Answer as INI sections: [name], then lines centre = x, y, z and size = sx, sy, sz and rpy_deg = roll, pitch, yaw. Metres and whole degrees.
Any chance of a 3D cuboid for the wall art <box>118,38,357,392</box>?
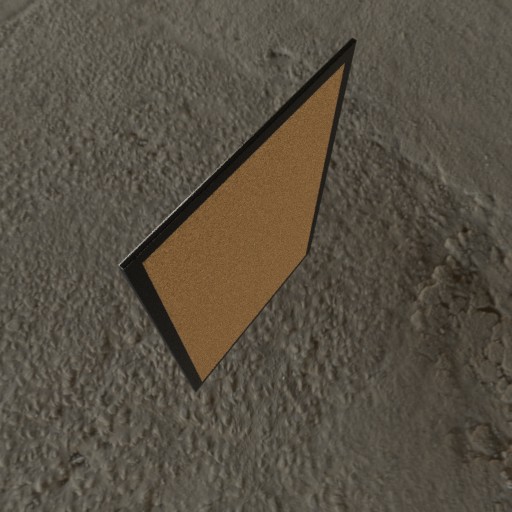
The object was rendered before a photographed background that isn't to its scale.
[wall art]
centre = 0.000, 0.000, 1.264
size = 0.013, 0.967, 0.707
rpy_deg = 34, 67, 17
